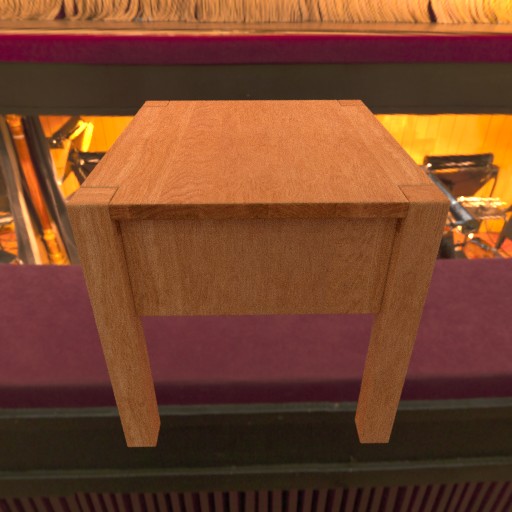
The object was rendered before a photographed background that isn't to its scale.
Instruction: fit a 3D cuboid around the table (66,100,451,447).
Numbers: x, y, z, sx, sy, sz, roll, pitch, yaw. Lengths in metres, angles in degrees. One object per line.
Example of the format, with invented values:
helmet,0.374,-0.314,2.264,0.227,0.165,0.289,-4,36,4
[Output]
table,0.000,0.000,0.826,0.440,0.450,0.480,-1,33,-1
